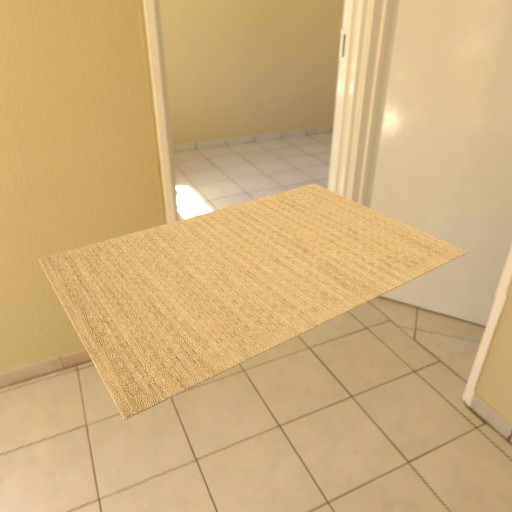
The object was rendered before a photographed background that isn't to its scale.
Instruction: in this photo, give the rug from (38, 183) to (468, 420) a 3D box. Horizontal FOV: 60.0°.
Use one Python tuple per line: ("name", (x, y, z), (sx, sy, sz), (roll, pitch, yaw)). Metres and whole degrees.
("rug", (0.000, 0.000, 2.157), (1.752, 0.006, 1.142), (-19, 35, -30))
